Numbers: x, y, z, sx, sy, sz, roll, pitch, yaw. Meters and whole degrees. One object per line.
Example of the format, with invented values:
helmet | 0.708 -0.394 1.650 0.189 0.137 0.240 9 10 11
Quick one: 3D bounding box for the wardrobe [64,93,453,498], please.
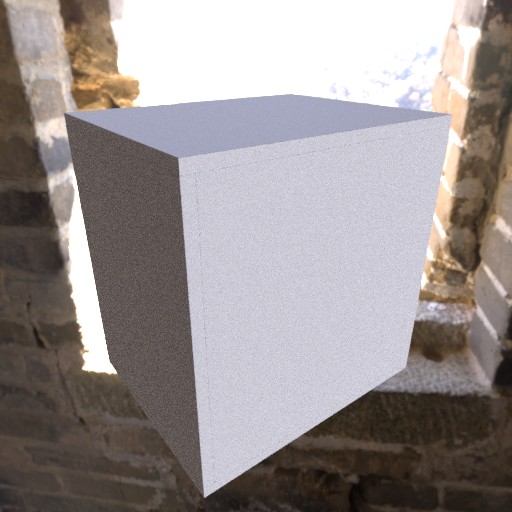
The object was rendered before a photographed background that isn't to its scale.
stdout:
wardrobe | 0.000 0.000 0.841 0.500 0.520 0.400 -18 31 -33
